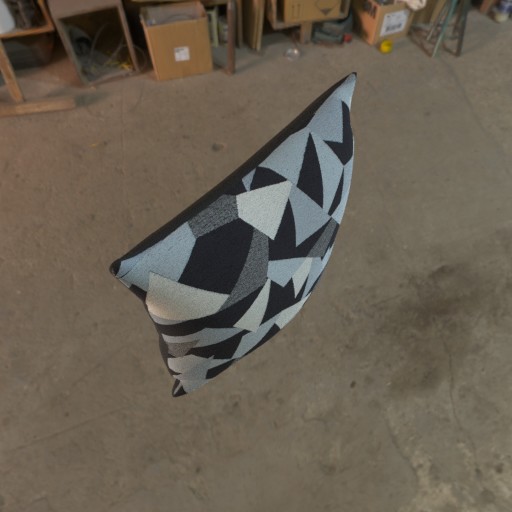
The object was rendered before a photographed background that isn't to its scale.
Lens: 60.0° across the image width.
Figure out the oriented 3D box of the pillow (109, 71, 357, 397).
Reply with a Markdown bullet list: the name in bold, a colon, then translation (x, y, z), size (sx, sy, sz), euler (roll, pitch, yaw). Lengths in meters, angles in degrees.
- **pillow**: translation (0.000, 0.000, 0.798), size (0.208, 0.496, 0.503), euler (37, 65, 21)
